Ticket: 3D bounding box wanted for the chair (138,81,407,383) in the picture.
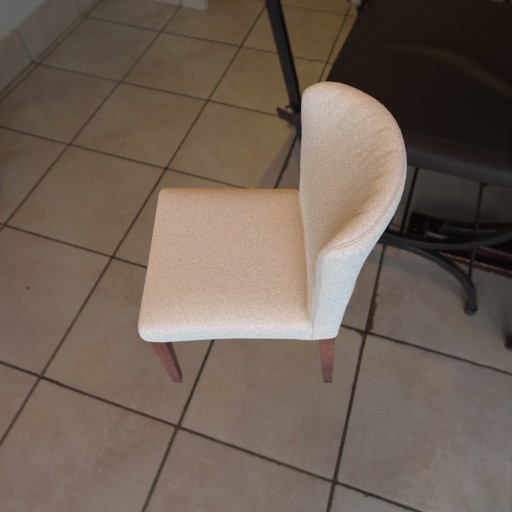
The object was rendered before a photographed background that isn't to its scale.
[{"bbox_3d":[0.000,0.000,1.220,0.592,0.839,0.491,0,56,0],"label":"chair"}]
